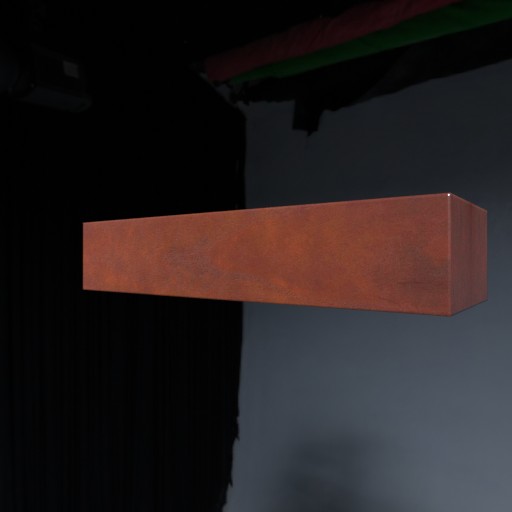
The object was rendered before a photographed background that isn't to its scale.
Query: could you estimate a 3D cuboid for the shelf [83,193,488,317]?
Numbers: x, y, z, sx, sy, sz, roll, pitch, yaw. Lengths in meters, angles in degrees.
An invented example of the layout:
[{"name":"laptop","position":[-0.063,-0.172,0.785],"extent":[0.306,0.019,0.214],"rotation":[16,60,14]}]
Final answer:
[{"name":"shelf","position":[0.000,0.000,0.513],"extent":[0.457,0.088,0.152],"rotation":[0,0,36]}]
